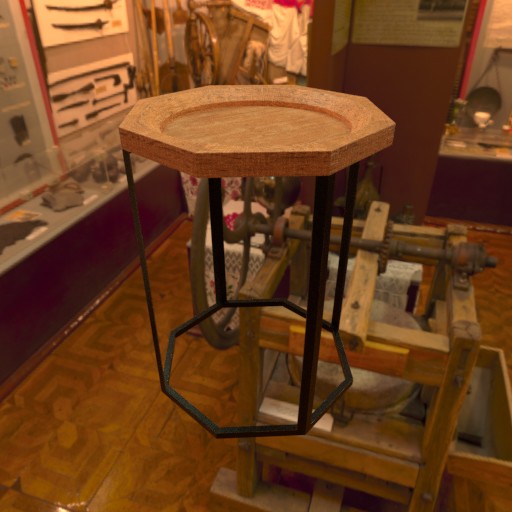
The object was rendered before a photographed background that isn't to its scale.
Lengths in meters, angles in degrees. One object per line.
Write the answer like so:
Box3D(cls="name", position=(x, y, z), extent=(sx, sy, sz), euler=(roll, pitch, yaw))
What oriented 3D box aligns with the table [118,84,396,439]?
Box3D(cls="table", position=(0.000, 0.000, 0.861), extent=(0.437, 0.553, 0.437), euler=(11, 34, 17))
